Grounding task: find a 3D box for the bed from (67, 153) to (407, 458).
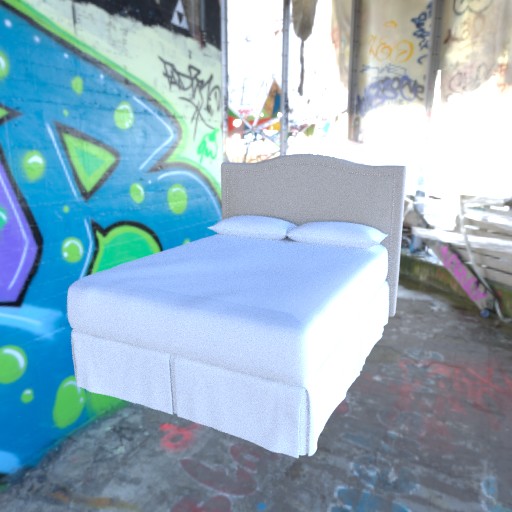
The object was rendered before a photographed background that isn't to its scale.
[{"bbox_3d":[0.000,0.000,3.140,1.678,1.398,2.052,7,15,26],"label":"bed"}]
